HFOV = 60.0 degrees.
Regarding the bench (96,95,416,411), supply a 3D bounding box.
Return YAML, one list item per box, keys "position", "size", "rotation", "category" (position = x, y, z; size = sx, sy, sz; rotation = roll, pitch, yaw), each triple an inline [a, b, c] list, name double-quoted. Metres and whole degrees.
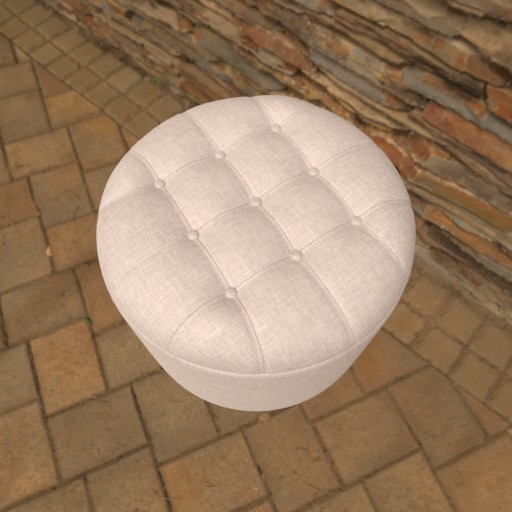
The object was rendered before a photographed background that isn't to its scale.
- position: [0.000, 0.000, 0.979]
  size: [0.600, 0.453, 0.600]
  rotation: [0, 62, 0]
  category: "bench"
